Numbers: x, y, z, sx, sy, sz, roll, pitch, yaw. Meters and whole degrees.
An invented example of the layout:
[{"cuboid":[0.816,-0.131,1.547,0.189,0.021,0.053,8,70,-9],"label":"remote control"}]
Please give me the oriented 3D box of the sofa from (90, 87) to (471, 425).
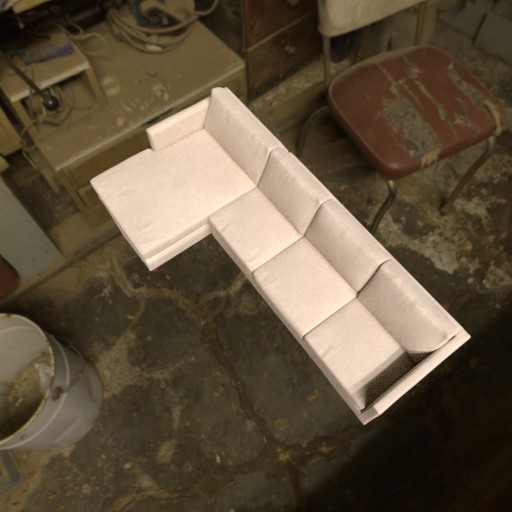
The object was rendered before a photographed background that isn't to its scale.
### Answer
[{"cuboid":[0.000,0.000,3.842,1.625,0.846,3.186,-33,68,-15],"label":"sofa"}]
